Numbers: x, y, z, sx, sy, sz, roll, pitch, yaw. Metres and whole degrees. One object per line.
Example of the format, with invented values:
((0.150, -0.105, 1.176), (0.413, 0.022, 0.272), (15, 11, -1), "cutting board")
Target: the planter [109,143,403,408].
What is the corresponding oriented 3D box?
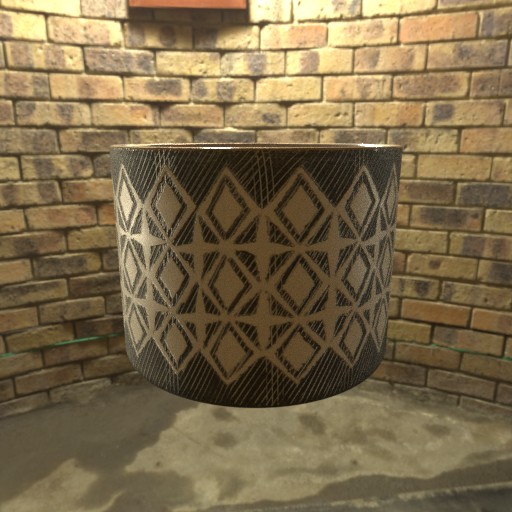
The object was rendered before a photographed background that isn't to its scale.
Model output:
((0.000, 0.000, 0.214), (0.126, 0.104, 0.126), (0, 15, 0), "planter")
